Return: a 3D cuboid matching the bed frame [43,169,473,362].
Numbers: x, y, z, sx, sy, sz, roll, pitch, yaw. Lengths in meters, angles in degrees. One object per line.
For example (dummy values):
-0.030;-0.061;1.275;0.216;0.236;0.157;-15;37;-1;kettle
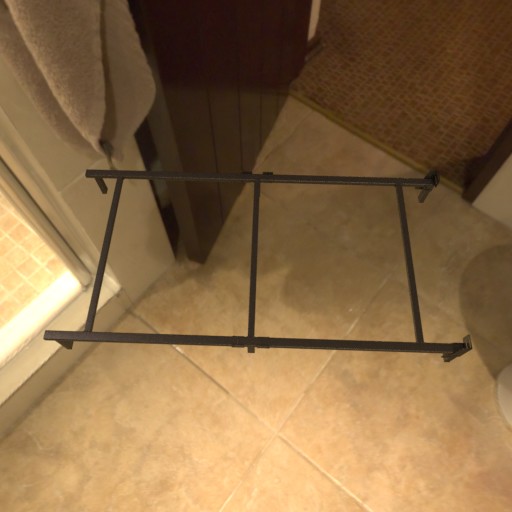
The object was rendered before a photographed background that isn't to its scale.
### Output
0.000;0.000;2.249;1.897;0.248;0.968;2;63;1;bed frame
